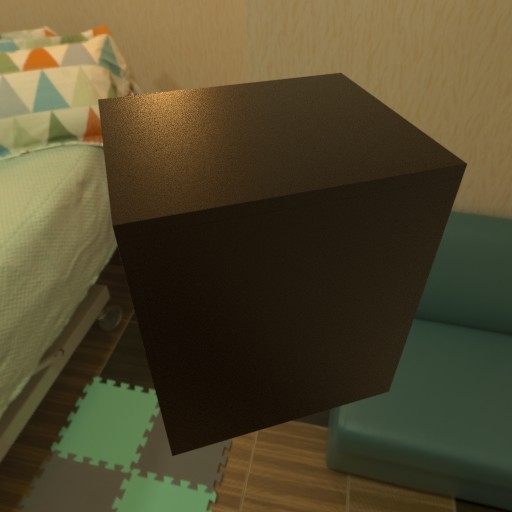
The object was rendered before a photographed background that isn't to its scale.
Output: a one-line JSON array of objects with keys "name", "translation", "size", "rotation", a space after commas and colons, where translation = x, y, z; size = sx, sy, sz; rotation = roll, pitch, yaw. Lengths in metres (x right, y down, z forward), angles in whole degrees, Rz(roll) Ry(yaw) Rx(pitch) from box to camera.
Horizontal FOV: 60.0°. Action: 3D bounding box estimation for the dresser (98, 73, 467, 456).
[{"name": "dresser", "translation": [0.000, 0.000, 0.750], "size": [0.400, 0.470, 0.360], "rotation": [-12, 42, -13]}]
